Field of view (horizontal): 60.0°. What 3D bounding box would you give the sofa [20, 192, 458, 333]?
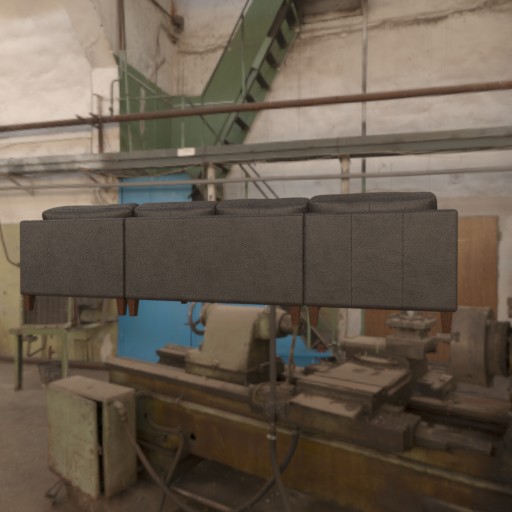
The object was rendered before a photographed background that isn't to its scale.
[{"bbox_3d":[0.000,0.000,4.300,3.324,0.891,2.452,0,1,18],"label":"sofa"}]
